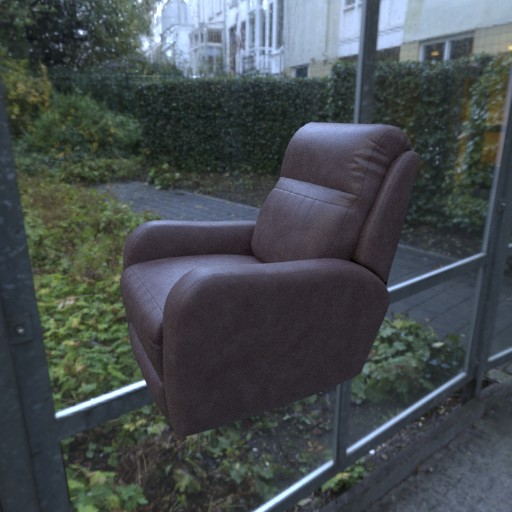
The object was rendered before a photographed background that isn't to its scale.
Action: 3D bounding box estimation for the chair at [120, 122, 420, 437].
[{"bbox_3d":[0.000,0.000,1.868,1.067,1.067,0.865,-9,20,-24],"label":"chair"}]
